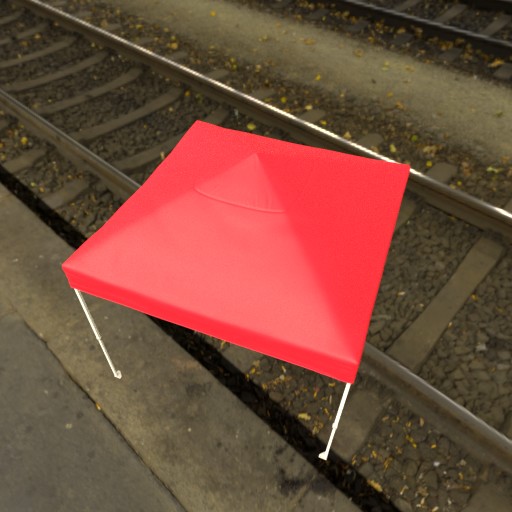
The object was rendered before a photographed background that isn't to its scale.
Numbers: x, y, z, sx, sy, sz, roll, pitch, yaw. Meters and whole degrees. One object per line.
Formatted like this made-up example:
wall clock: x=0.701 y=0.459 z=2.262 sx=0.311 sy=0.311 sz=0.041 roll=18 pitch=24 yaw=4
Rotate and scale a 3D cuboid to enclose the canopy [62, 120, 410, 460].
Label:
canopy: x=0.000 y=0.000 z=5.492 sx=2.998 sy=2.997 sz=2.996 roll=16 pitch=49 yaw=15
